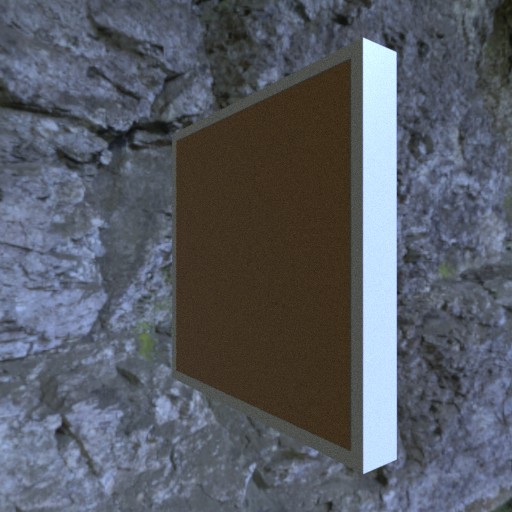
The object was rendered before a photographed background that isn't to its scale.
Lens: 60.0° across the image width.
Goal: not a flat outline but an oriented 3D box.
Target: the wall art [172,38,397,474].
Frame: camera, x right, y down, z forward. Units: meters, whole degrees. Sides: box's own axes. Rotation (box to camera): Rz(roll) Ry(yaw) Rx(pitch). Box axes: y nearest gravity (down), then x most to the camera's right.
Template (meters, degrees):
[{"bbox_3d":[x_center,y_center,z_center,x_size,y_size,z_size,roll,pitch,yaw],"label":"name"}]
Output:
[{"bbox_3d":[0.000,0.000,0.443,0.038,0.305,0.305,0,0,-36],"label":"wall art"}]
